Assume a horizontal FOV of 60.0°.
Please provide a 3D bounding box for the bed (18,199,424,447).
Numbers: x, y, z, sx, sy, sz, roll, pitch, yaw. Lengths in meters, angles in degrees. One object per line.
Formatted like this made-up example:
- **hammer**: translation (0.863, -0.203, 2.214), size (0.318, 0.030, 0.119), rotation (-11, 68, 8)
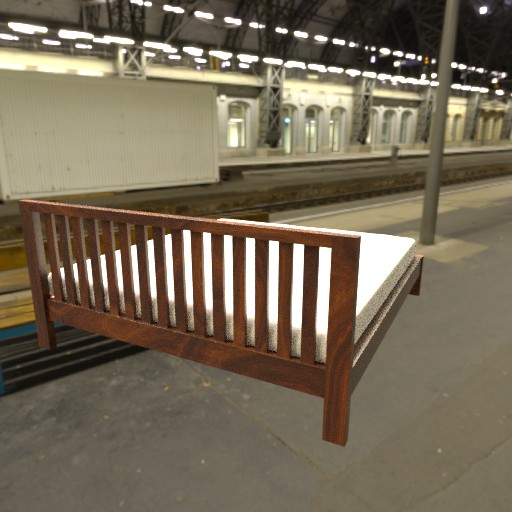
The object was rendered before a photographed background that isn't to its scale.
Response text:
- **bed**: translation (0.000, 0.000, 3.008), size (1.905, 0.890, 2.030), rotation (8, 18, 27)
